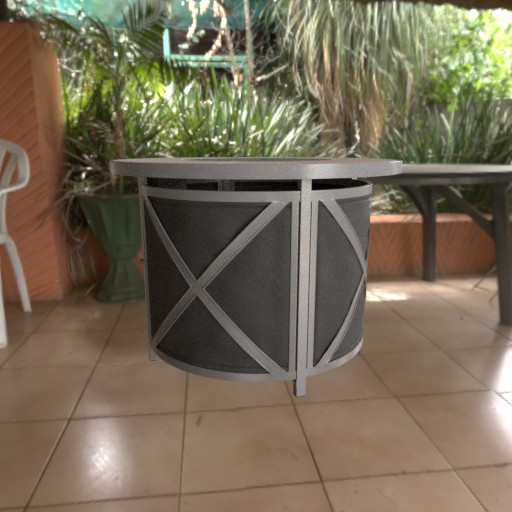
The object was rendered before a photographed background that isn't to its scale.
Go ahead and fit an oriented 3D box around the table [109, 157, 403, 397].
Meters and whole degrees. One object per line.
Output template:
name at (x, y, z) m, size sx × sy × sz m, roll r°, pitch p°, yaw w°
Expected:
table at (0.000, 0.000, 1.526) m, size 0.914 × 0.650 × 0.914 m, roll 0°, pitch 14°, yaw 0°
